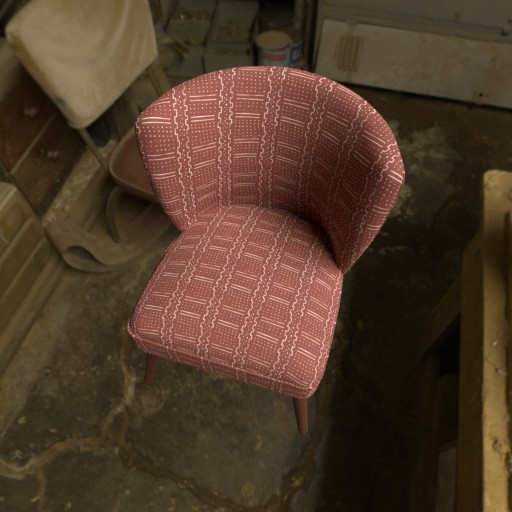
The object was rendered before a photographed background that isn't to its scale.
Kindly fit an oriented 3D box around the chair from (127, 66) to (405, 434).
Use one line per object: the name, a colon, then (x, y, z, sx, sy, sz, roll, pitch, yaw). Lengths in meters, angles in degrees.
chair: (0.000, 0.000, 1.409, 0.706, 0.866, 0.758, 14, 57, 10)
